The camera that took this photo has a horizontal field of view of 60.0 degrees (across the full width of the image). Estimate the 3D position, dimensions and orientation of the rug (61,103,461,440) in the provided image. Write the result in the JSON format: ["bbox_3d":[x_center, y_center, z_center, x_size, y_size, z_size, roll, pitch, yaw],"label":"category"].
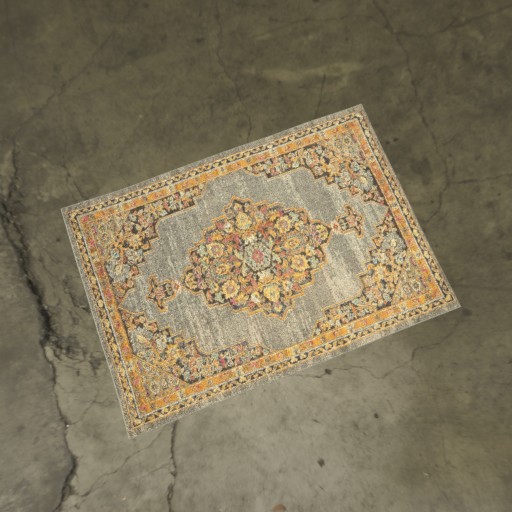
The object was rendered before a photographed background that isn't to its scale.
[{"bbox_3d":[0.000,0.000,4.006,3.063,0.024,2.158,-20,77,-5],"label":"rug"}]
